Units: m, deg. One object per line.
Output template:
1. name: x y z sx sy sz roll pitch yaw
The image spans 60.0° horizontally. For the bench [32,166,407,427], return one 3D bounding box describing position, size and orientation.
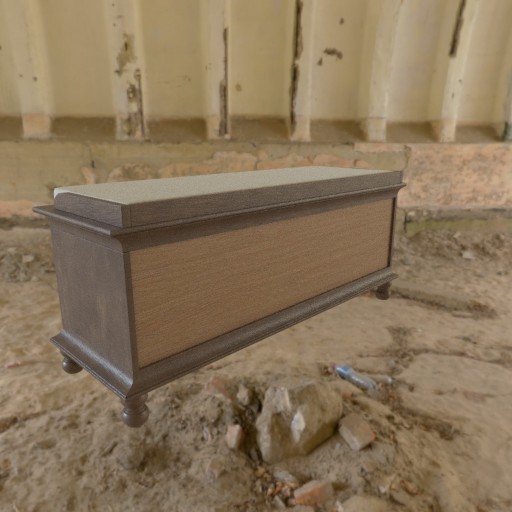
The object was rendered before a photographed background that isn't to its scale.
1. bench: 0.000 0.000 1.429 0.402 0.501 1.185 15 21 43
